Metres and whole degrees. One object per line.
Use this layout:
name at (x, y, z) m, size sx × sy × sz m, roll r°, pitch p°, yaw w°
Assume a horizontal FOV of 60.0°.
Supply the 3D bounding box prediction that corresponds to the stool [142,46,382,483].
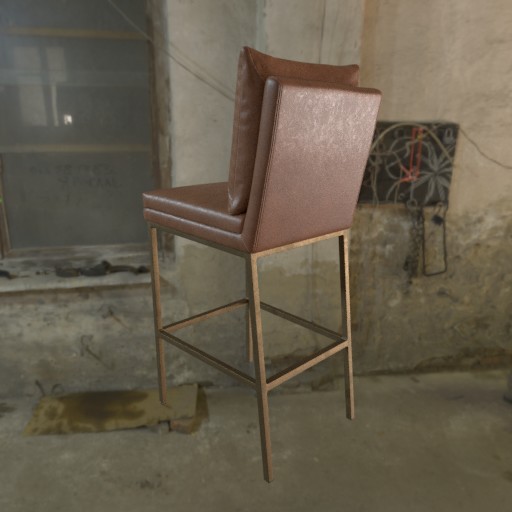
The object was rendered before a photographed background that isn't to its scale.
stool at (0.000, 0.000, 1.403) m, size 0.463 × 1.124 × 0.571 m, roll -15°, pitch 22°, yaw -42°
